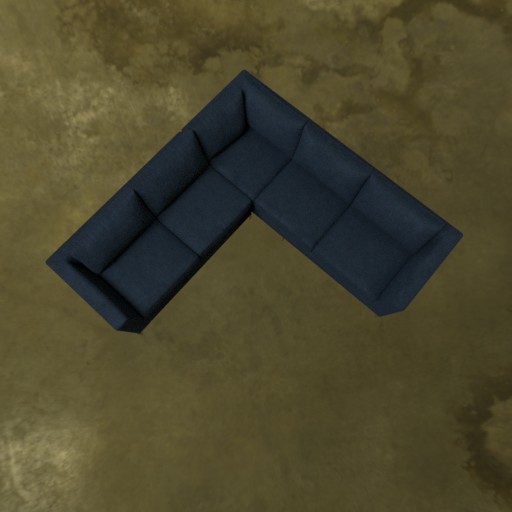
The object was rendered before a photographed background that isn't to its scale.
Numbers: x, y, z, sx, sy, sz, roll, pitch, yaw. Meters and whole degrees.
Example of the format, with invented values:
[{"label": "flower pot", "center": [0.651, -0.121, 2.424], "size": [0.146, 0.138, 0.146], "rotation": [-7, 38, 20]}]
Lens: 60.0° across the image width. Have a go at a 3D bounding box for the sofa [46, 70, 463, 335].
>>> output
[{"label": "sofa", "center": [0.000, 0.000, 3.906], "size": [2.463, 0.988, 2.472], "rotation": [40, 78, 10]}]
